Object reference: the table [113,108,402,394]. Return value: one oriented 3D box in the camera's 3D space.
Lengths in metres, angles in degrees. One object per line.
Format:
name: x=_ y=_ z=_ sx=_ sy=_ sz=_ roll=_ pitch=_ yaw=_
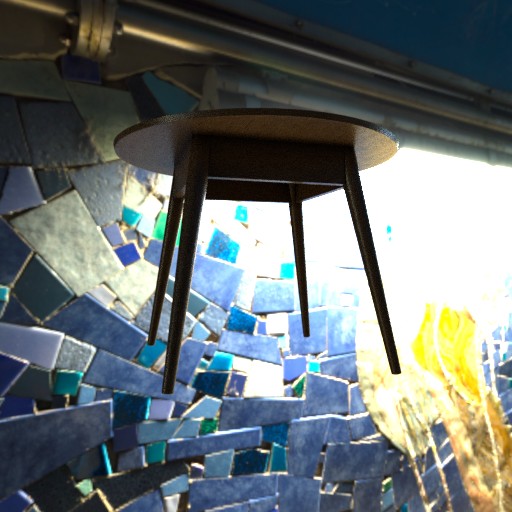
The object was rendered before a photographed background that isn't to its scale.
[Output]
table: x=0.000 y=0.000 z=1.712 sx=1.053 sy=0.786 sz=1.053 roll=0 pitch=0 yaw=0
